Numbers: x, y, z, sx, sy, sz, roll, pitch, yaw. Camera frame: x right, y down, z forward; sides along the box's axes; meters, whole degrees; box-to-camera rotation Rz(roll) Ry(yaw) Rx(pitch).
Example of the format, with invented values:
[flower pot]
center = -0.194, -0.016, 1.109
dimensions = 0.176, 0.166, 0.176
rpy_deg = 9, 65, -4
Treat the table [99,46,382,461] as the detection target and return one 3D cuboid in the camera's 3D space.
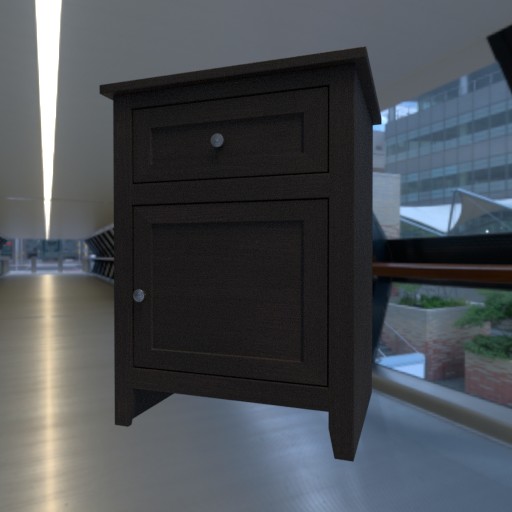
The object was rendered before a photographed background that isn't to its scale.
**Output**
[table]
center = 0.000, 0.000, 0.924
dimensions = 0.480, 0.635, 0.381
rpy_deg = 0, 1, 19
